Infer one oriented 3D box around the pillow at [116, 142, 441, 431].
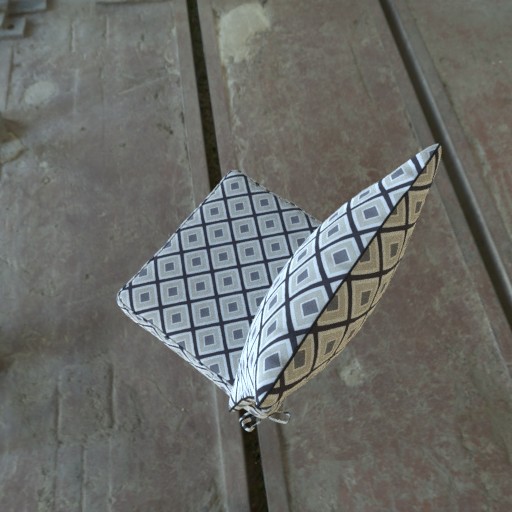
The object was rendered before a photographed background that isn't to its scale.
[{"bbox_3d":[0.000,0.000,1.339,0.733,0.722,0.798,33,69,14],"label":"pillow"}]
